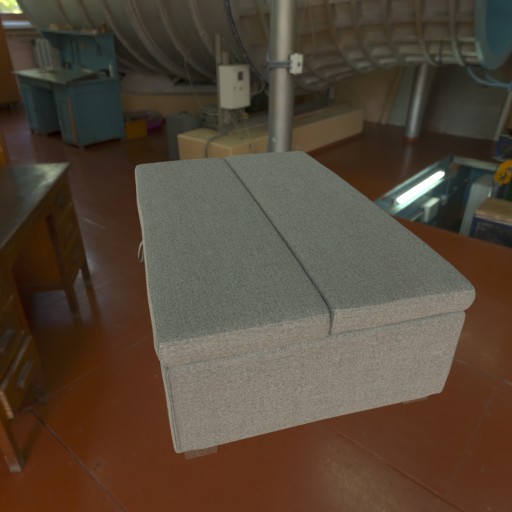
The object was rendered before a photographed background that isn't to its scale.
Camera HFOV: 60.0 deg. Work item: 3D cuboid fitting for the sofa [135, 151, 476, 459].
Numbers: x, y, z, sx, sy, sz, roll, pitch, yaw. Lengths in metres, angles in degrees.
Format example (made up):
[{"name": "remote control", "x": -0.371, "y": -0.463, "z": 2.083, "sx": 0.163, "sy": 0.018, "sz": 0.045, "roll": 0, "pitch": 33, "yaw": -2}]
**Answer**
[{"name": "sofa", "x": 0.000, "y": 0.000, "z": 1.606, "sx": 0.817, "sy": 0.434, "sz": 1.250, "roll": -8, "pitch": 30, "yaw": -13}]
